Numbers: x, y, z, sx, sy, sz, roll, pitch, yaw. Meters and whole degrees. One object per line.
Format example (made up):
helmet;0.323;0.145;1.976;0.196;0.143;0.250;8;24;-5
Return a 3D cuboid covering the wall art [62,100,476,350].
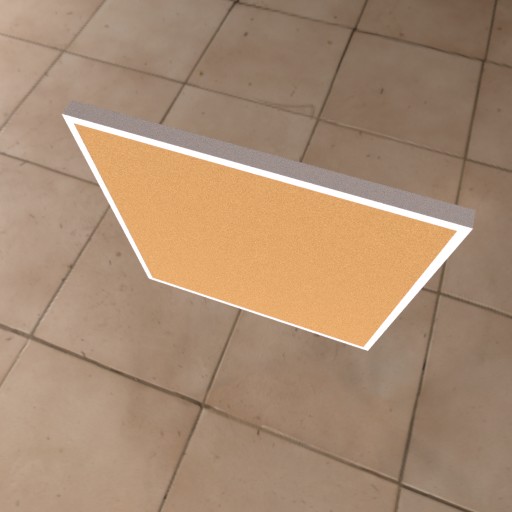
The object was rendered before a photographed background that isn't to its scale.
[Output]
wall art;0.000;0.000;1.126;0.762;0.762;0.038;17;64;9
